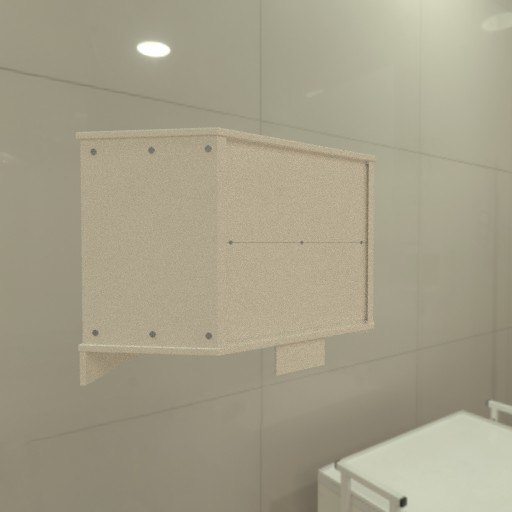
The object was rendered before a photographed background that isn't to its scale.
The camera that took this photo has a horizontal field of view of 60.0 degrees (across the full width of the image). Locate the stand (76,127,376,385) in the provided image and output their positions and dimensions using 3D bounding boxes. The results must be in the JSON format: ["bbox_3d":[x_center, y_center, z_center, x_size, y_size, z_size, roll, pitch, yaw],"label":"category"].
[{"bbox_3d":[0.000,0.000,1.388,1.072,0.614,0.477,-1,2,-36],"label":"stand"}]
